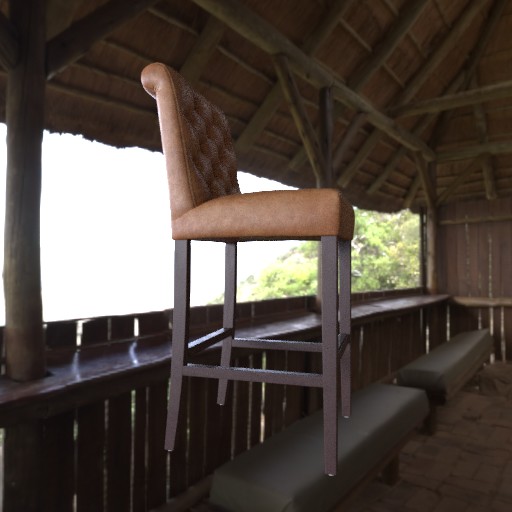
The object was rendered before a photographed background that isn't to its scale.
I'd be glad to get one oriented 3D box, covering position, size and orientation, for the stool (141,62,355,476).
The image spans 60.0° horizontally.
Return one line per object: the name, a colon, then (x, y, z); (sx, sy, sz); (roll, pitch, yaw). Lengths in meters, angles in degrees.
stool: (0.000, 0.000, 1.441); (0.601, 1.140, 0.493); (0, 0, 17)
